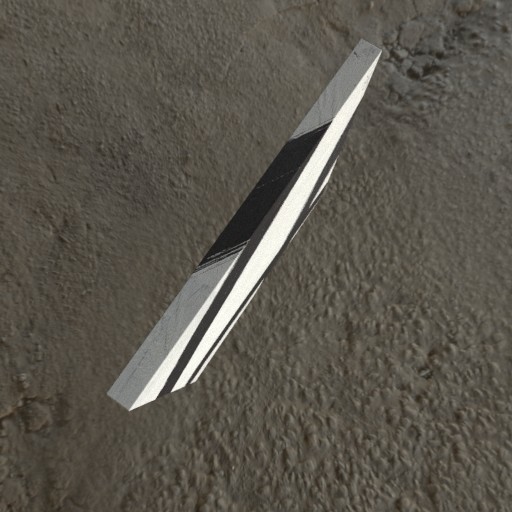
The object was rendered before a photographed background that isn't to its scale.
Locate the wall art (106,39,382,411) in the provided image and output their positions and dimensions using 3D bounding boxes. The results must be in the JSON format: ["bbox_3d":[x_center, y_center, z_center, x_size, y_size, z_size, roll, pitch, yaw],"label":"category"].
[{"bbox_3d":[0.000,0.000,1.125,0.046,0.765,0.765,33,80,7],"label":"wall art"}]
